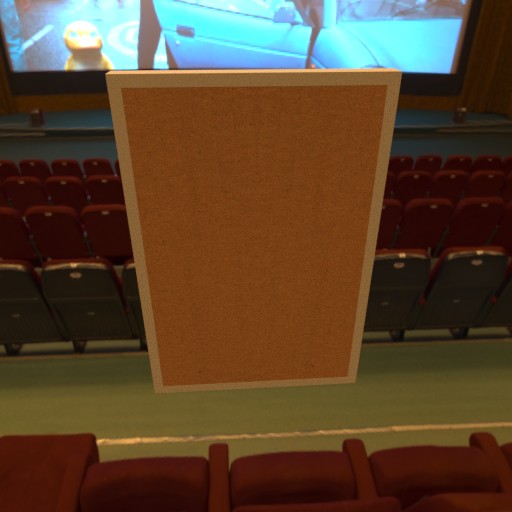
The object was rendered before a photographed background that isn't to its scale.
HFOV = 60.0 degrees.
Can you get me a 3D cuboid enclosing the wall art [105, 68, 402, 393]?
[{"bbox_3d":[0.000,0.000,0.552,0.293,0.428,0.025,-2,29,-4],"label":"wall art"}]
